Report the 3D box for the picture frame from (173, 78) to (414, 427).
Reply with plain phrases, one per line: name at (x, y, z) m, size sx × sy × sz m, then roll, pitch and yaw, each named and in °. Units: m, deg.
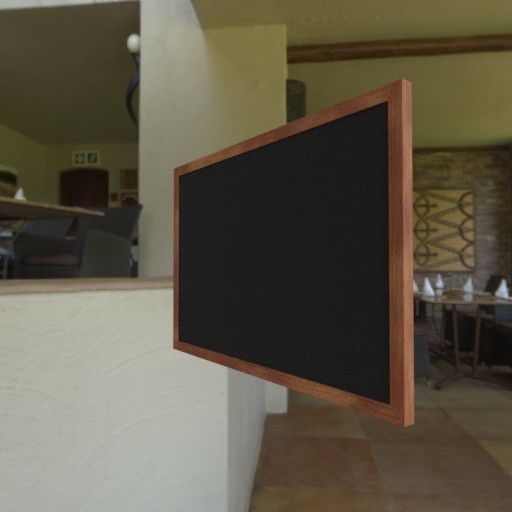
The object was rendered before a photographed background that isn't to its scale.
picture frame at (0.000, 0.000, 1.203) m, size 0.029 × 0.640 × 0.950 m, roll 1°, pitch -2°, yaw -36°
